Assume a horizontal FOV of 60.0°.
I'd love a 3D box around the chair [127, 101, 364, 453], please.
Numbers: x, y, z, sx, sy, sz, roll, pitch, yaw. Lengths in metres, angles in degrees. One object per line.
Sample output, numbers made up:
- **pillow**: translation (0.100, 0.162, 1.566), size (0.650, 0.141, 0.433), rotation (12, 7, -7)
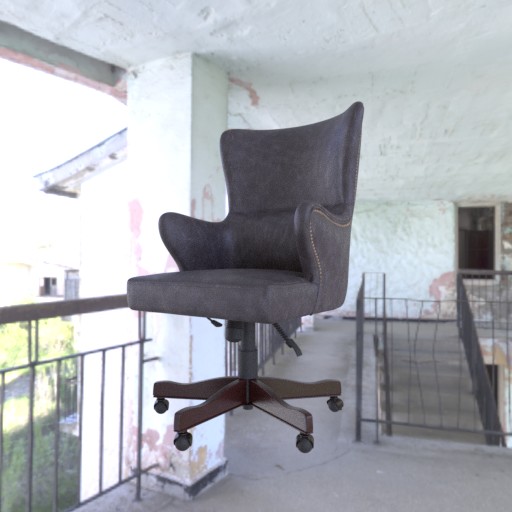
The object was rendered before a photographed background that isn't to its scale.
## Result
- **chair**: translation (0.000, 0.000, 1.449), size (0.594, 1.037, 0.717), rotation (0, -1, 36)
